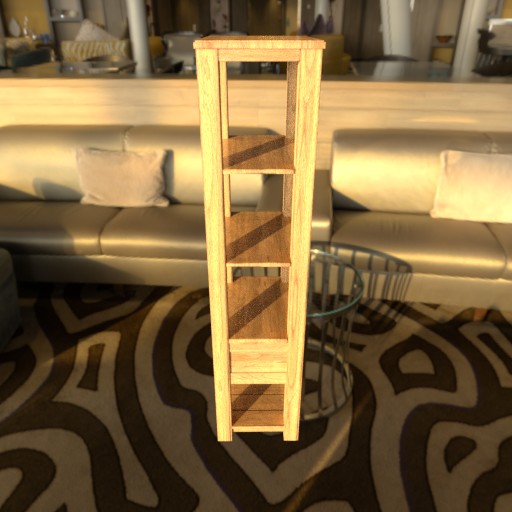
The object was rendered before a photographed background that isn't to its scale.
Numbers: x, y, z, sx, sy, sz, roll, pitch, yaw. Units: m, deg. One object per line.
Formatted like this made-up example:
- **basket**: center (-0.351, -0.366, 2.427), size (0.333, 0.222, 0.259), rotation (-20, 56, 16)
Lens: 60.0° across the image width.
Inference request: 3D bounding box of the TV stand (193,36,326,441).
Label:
- **TV stand**: center (0.000, 0.000, 2.069), size (0.435, 1.828, 0.565), rotation (0, 28, 0)
